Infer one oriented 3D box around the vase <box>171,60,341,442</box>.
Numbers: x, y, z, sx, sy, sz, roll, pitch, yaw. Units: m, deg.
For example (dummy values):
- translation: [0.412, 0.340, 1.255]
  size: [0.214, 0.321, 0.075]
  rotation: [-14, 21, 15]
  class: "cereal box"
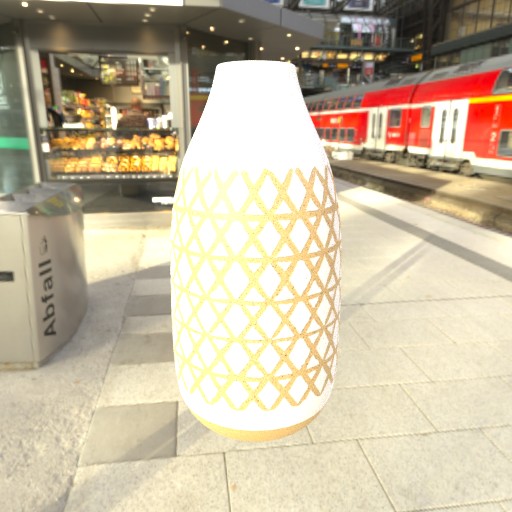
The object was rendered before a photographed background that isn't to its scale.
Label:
- translation: [0.000, 0.000, 0.479]
  size: [0.186, 0.380, 0.186]
  rotation: [0, 17, 0]
  class: "vase"
